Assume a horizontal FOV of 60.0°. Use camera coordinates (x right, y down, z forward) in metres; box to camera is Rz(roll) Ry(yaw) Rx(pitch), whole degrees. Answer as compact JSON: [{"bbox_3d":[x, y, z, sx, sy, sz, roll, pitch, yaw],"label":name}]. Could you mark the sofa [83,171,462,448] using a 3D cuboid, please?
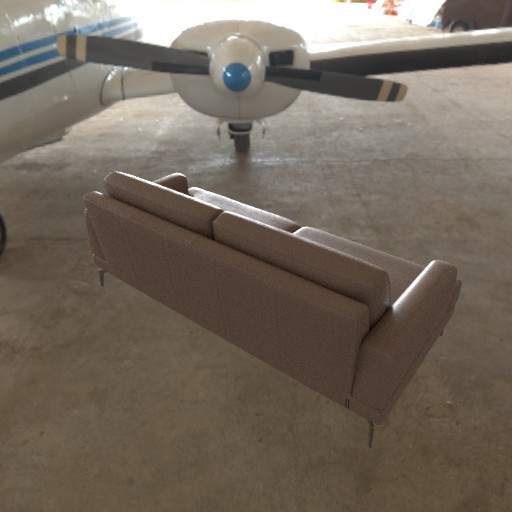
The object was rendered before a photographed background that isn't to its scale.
[{"bbox_3d":[0.000,0.000,2.422,1.940,0.765,0.974,23,38,32],"label":"sofa"}]
